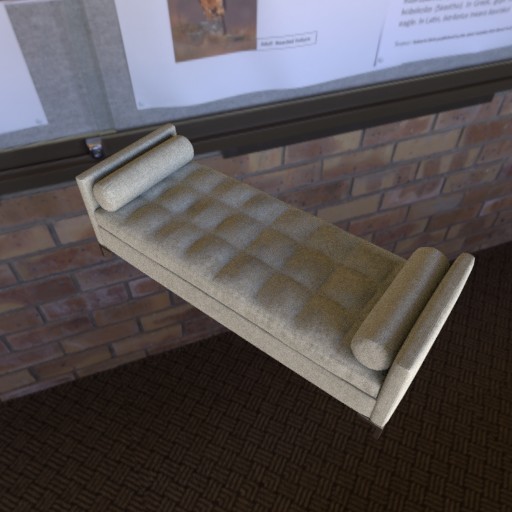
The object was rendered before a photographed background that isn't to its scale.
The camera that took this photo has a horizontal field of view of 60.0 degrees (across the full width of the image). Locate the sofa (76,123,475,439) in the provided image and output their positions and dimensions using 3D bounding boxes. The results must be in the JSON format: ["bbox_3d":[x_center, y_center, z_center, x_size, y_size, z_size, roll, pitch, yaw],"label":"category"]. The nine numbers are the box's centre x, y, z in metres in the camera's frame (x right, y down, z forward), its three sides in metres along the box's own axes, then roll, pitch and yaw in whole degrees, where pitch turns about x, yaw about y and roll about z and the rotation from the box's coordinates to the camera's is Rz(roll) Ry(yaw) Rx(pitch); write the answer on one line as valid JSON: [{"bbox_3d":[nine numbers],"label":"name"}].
[{"bbox_3d":[0.000,0.000,2.581,2.102,0.657,0.797,29,53,25],"label":"sofa"}]
